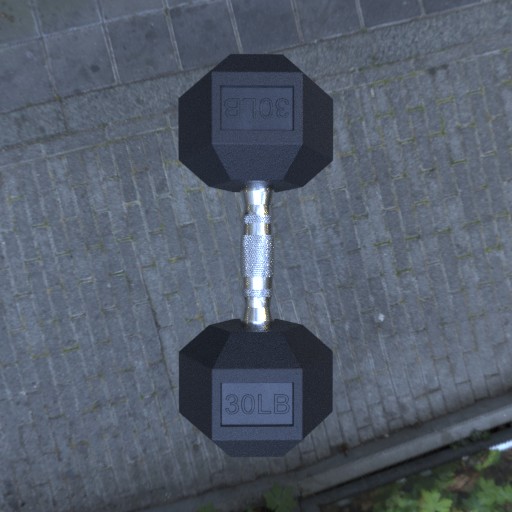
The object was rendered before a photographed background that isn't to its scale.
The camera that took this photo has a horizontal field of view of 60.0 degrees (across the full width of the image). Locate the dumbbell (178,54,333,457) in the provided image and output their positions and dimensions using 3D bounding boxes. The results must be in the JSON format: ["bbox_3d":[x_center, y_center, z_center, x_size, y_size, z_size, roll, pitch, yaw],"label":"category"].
[{"bbox_3d":[0.000,0.000,0.408,0.142,0.123,0.337,0,91,-1],"label":"dumbbell"}]
